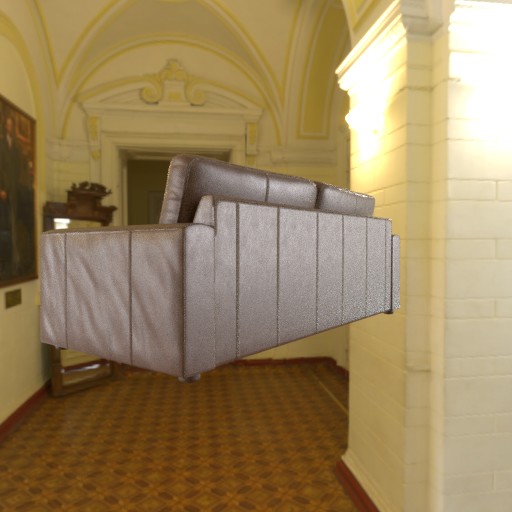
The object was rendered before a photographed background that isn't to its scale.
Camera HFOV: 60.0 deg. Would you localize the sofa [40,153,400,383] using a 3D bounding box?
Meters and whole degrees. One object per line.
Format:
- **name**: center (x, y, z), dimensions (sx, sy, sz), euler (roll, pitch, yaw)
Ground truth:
- **sofa**: center (0.000, 0.000, 2.678), dimensions (1.016, 0.873, 2.179), euler (1, 2, 37)
